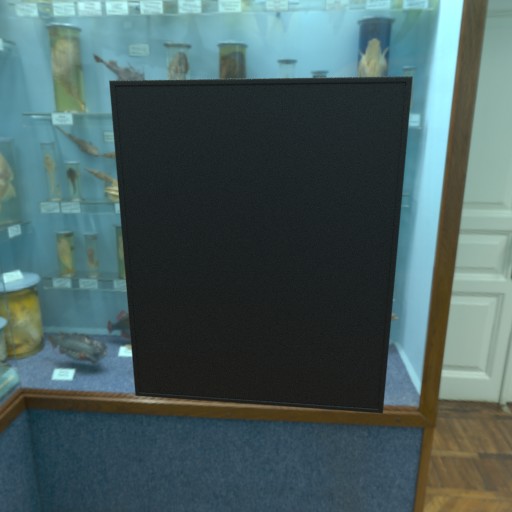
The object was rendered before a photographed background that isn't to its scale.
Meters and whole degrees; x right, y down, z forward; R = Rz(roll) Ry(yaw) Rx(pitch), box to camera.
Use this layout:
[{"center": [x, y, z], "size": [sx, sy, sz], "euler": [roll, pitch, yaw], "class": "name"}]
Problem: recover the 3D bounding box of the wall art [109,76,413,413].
[{"center": [0.000, 0.000, 0.740], "size": [0.451, 0.551, 0.028], "euler": [2, 16, 7], "class": "wall art"}]
